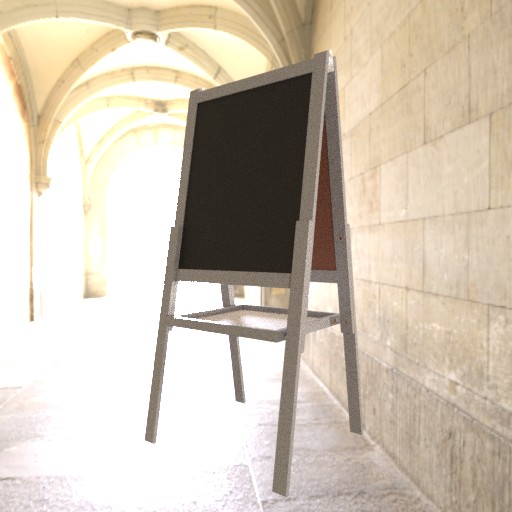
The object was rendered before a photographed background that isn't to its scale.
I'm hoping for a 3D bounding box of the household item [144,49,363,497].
[{"bbox_3d":[0.000,0.000,1.419,0.531,1.172,0.469,1,1,37],"label":"household item"}]
